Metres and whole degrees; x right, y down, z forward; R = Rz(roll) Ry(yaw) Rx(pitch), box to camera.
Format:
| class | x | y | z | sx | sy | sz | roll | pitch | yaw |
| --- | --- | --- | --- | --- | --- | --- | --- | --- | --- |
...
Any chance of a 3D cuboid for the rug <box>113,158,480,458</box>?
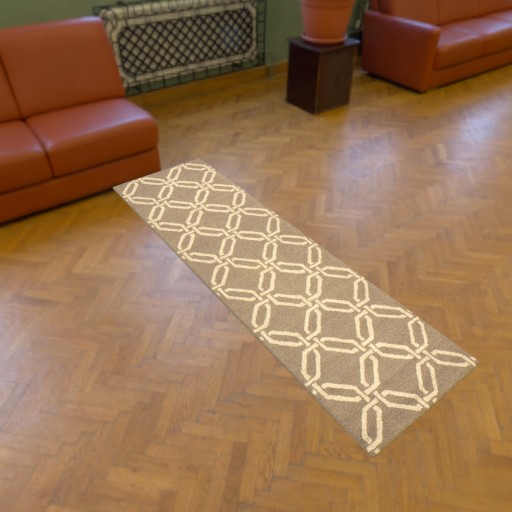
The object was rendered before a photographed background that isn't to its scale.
| class | x | y | z | sx | sy | sz | roll | pitch | yaw |
| --- | --- | --- | --- | --- | --- | --- | --- | --- | --- |
| rug | 0.000 | 0.000 | 2.419 | 0.678 | 0.014 | 2.276 | -26 | 47 | -27 |
